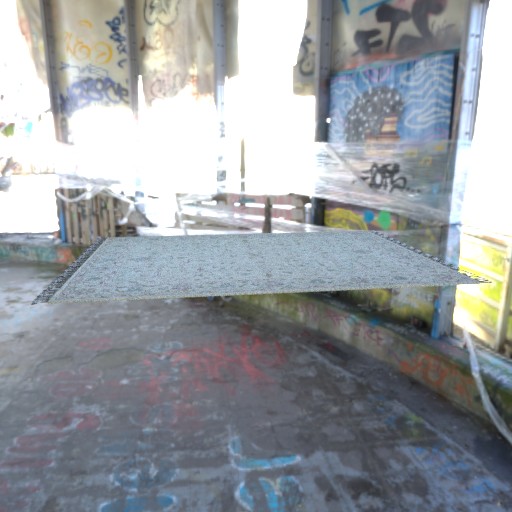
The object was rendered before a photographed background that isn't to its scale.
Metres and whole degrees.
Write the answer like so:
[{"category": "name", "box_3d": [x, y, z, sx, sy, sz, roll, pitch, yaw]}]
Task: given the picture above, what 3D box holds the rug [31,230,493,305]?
[{"category": "rug", "box_3d": [0.000, 0.000, 2.286, 1.802, 0.008, 1.247, -2, 14, -8]}]
